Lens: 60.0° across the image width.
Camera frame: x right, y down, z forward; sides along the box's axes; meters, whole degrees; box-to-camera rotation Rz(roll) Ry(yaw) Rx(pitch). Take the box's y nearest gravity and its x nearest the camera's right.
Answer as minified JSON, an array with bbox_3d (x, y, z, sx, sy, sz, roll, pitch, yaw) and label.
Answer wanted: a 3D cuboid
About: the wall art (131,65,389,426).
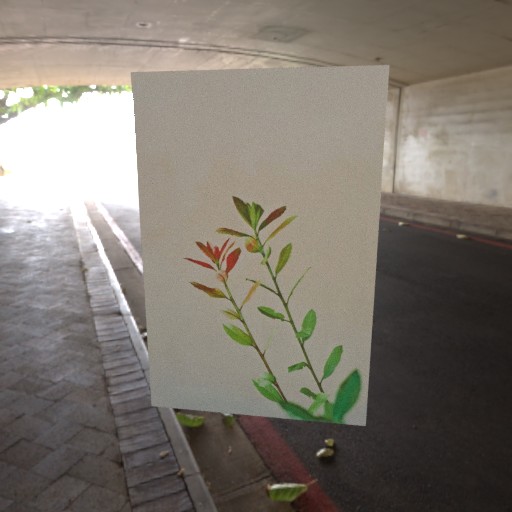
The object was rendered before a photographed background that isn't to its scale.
[{"bbox_3d":[0.000,0.000,0.781,0.408,0.611,0.038,2,14,9],"label":"wall art"}]
